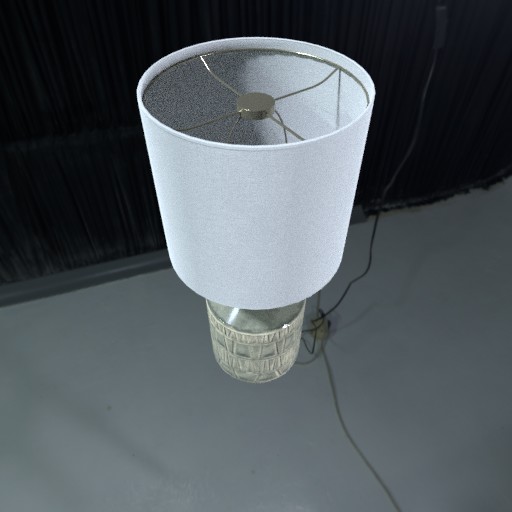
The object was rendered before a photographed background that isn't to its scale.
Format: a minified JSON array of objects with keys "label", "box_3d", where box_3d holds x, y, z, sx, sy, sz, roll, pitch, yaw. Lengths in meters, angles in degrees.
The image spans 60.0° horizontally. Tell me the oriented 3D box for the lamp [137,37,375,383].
[{"label":"lamp","box_3d":[0.000,0.000,0.563,0.211,0.455,0.211,-15,48,-14]}]
